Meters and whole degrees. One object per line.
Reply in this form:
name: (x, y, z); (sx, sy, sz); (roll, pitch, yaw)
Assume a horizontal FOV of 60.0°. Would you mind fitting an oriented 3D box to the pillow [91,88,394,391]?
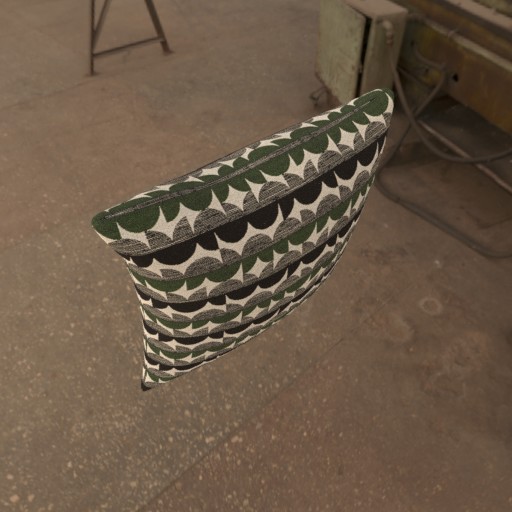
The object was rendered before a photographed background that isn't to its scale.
pillow: (0.000, 0.000, 0.640); (0.419, 0.404, 0.180); (-30, 54, -26)
